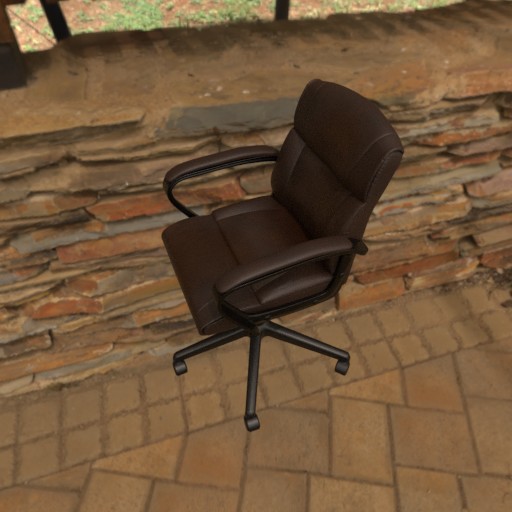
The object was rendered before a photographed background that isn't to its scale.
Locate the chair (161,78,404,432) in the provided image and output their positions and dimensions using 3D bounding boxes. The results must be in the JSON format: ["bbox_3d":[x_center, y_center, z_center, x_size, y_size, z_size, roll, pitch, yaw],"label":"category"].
[{"bbox_3d":[0.000,0.000,1.512,0.717,1.004,0.739,-16,48,-15],"label":"chair"}]
